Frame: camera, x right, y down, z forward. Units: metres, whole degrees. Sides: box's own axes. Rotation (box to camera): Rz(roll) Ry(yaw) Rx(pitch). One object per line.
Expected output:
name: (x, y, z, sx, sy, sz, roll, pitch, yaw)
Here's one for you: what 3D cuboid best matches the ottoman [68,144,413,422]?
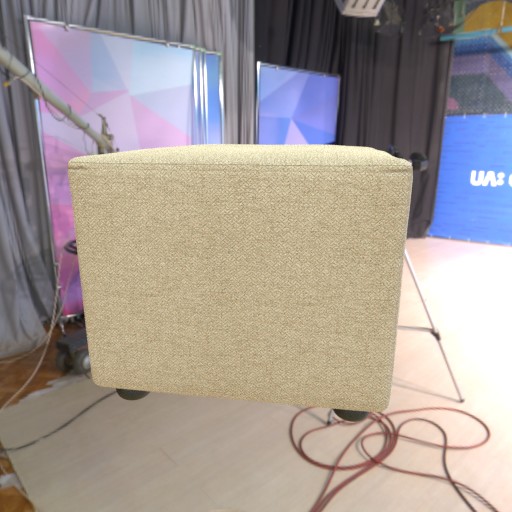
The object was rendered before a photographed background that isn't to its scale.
ottoman: (0.000, 0.000, 0.896, 0.508, 0.432, 0.508, 2, 16, 9)
